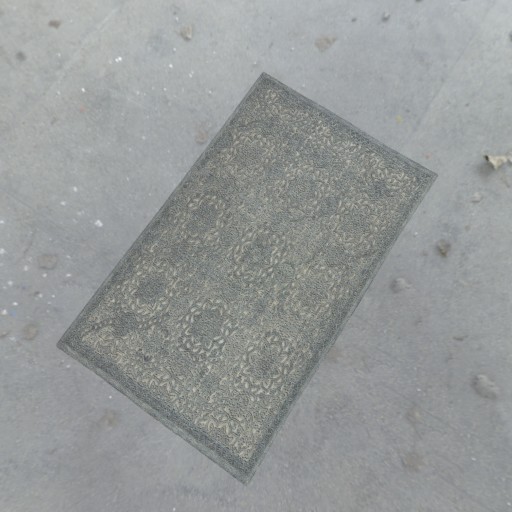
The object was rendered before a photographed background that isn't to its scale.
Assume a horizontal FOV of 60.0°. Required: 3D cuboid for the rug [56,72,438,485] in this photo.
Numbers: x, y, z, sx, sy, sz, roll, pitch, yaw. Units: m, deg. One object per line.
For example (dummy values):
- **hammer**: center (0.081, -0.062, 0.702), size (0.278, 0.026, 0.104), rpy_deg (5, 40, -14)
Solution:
- **rug**: center (0.000, 0.000, 3.077), size (1.535, 0.022, 2.498), rpy_deg (33, 79, 7)
